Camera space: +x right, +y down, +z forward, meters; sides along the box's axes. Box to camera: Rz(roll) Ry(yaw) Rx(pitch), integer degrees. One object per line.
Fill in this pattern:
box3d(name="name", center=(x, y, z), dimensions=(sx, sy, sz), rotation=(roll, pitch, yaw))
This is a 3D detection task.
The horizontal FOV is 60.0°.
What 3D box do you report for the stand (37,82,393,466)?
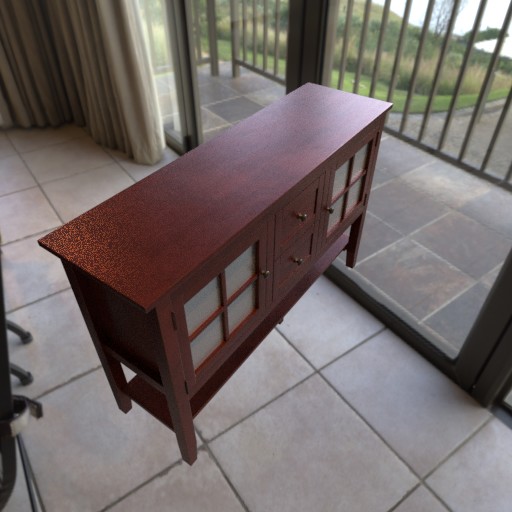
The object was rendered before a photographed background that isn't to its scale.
box3d(name="stand", center=(0.000, 0.000, 1.753), dimensions=(0.410, 0.872, 1.362), rotation=(26, 47, 26))
